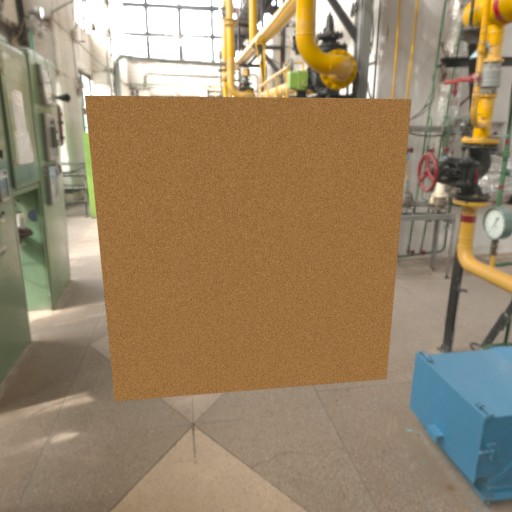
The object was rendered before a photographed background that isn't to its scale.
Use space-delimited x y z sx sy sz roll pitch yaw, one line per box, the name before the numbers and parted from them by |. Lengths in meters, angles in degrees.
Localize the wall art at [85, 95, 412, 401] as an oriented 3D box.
wall art | 0.000 0.000 0.602 0.404 0.406 0.010 -2 16 -8
